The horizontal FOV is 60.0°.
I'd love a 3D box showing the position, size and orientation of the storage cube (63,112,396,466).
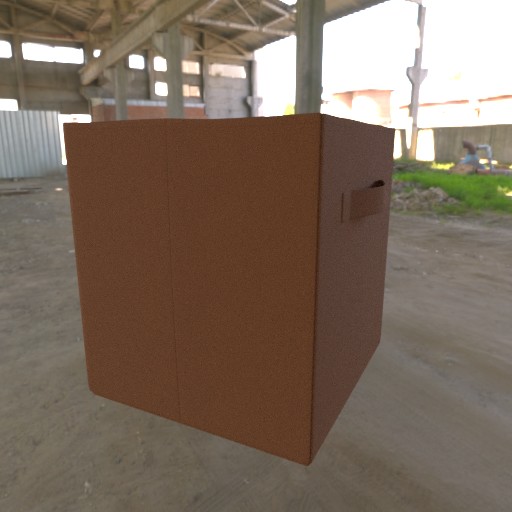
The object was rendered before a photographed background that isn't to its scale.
[{"bbox_3d":[0.000,0.000,0.494,0.270,0.280,0.270,7,15,26],"label":"storage cube"}]
